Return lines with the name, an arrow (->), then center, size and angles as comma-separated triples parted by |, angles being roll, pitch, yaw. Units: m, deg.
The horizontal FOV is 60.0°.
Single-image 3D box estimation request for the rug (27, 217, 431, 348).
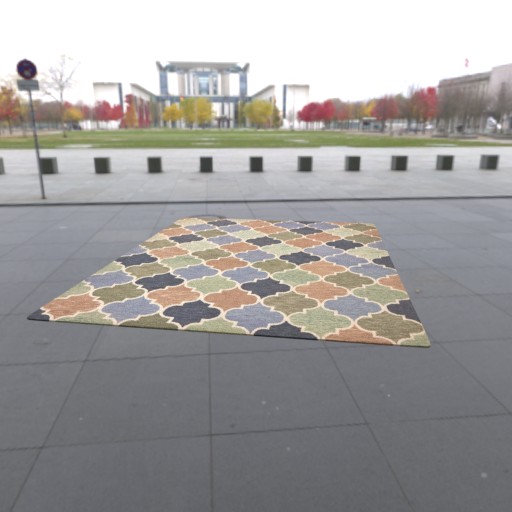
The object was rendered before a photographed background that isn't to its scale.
rug -> 0.000, 0.000, 4.111 | 2.439, 0.013, 3.200 | 2, 17, 8
